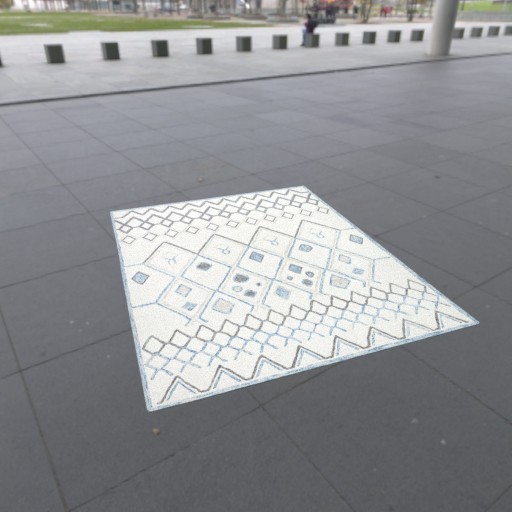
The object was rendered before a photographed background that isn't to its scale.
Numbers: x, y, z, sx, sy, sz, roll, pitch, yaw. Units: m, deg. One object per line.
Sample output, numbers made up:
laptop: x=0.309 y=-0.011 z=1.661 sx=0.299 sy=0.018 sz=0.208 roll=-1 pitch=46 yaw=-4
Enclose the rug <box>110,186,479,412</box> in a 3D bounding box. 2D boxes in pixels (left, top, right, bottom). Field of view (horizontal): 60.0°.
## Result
rug: x=0.000 y=0.000 z=4.179 sx=2.441 sy=0.013 sz=3.056 roll=-10 pitch=31 yaw=-17
